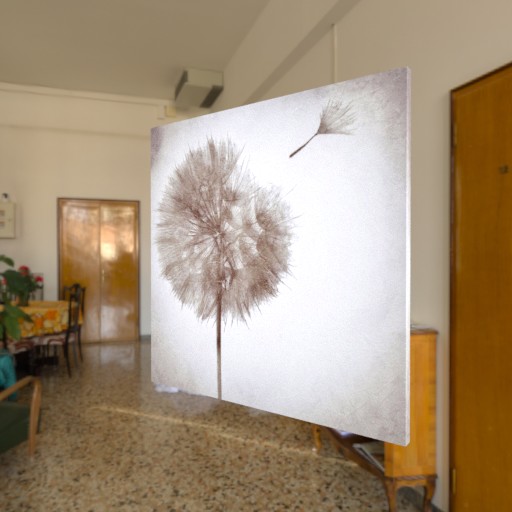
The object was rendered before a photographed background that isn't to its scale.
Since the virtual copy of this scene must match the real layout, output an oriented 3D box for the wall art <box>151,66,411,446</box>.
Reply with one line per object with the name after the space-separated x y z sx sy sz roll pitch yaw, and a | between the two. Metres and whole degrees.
0.000 0.000 1.121 0.762 0.762 0.027 0 1 36 | wall art
